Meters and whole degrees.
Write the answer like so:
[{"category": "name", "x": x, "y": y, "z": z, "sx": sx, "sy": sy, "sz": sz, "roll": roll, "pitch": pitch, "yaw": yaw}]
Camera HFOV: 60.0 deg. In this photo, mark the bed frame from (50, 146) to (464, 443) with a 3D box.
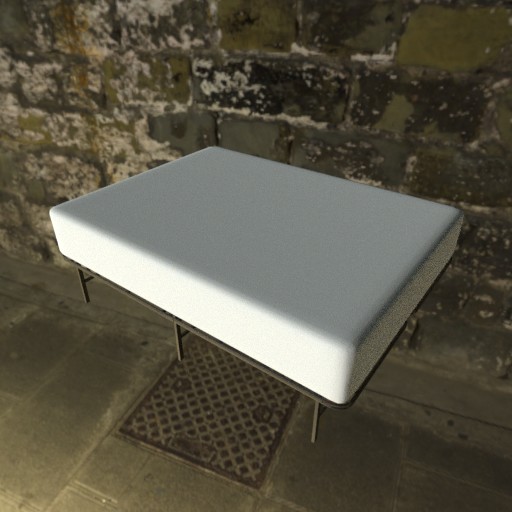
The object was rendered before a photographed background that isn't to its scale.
[{"category": "bed frame", "x": 0.000, "y": 0.000, "z": 2.829, "sx": 2.037, "sy": 0.677, "sz": 1.528, "roll": 22, "pitch": 38, "yaw": 31}]
